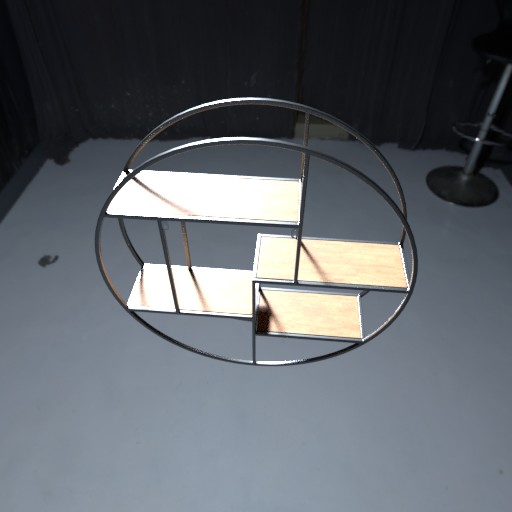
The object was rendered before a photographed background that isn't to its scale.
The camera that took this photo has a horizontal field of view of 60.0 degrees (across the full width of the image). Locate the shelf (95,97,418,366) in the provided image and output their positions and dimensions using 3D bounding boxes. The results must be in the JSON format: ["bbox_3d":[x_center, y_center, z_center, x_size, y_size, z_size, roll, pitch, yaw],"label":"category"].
[{"bbox_3d":[0.000,0.000,1.322,0.888,0.888,0.202,4,45,4],"label":"shelf"}]
